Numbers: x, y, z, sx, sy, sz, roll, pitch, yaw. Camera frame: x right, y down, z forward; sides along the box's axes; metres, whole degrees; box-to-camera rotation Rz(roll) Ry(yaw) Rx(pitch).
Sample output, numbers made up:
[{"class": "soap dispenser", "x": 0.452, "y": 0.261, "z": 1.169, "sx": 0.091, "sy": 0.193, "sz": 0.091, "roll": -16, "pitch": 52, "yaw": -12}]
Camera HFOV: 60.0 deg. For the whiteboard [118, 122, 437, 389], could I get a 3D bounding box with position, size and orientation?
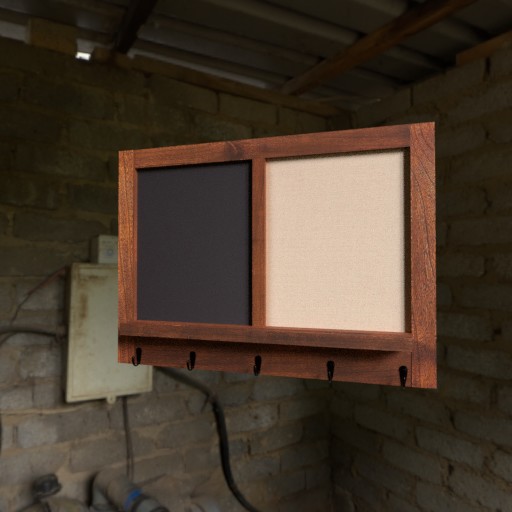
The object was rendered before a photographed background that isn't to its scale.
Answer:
[{"class": "whiteboard", "x": 0.000, "y": 0.000, "z": 1.018, "sx": 0.768, "sy": 0.553, "sz": 0.083, "roll": 0, "pitch": -1, "yaw": 18}]
